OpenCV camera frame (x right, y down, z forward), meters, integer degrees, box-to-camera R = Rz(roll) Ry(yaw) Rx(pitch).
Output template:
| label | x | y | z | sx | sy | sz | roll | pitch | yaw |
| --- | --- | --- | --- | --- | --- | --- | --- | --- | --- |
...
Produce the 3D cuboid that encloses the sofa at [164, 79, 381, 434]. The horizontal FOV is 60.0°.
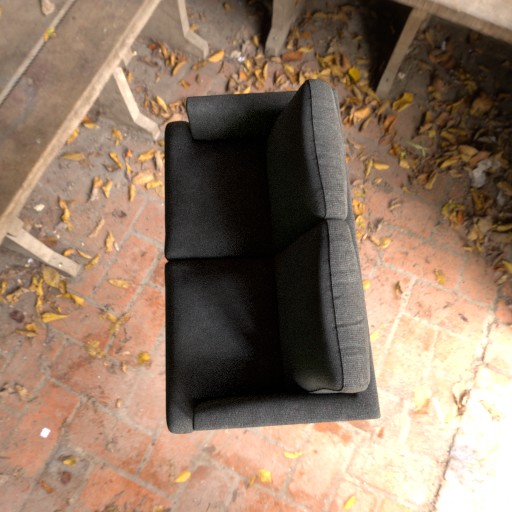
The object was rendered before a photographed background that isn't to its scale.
| label | x | y | z | sx | sy | sz | roll | pitch | yaw |
| --- | --- | --- | --- | --- | --- | --- | --- | --- | --- |
| sofa | 0.000 | 0.000 | 2.169 | 0.903 | 0.956 | 1.582 | -3 | 74 | -1 |
